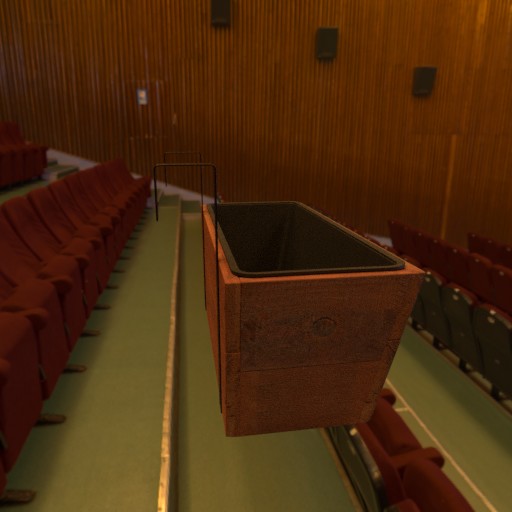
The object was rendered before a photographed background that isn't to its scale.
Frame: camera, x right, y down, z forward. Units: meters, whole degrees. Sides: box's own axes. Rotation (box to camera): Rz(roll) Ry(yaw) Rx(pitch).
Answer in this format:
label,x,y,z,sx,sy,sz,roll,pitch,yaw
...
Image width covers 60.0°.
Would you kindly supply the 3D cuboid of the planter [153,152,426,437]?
label,x,y,z,sx,sy,sz,roll,pitch,yaw
planter,0.000,0.000,0.656,0.262,0.289,0.480,-3,15,-9
